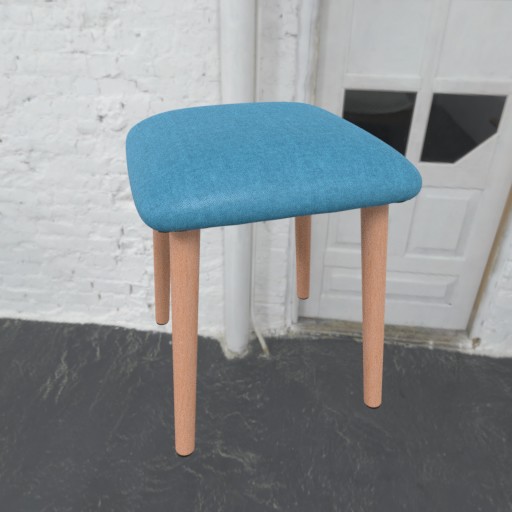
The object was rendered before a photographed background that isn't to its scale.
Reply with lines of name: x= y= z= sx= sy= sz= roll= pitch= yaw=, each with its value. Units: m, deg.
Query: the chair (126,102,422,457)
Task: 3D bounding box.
chair: x=0.000 y=0.000 z=0.725 sx=0.360 sy=0.450 sz=0.360 roll=-9 pitch=32 yaw=-14
